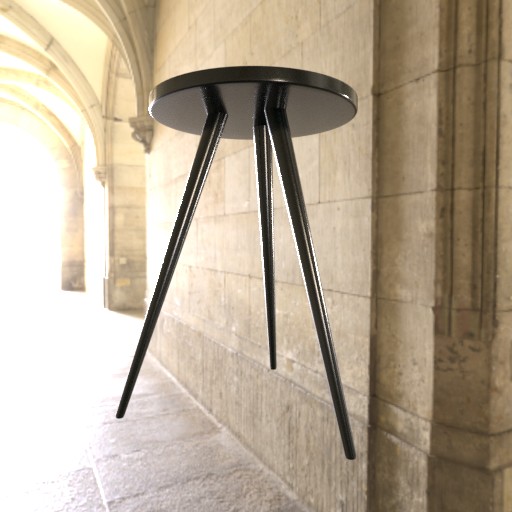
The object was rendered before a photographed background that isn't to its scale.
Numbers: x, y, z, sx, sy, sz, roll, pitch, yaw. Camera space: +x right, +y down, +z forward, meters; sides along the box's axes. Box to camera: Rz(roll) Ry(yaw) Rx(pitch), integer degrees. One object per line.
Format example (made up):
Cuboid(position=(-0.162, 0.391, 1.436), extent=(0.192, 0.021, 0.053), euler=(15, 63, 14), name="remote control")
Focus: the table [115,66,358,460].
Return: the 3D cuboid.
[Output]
Cuboid(position=(0.000, 0.000, 0.836), extent=(0.403, 0.548, 0.415), euler=(1, 2, 17), name="table")
